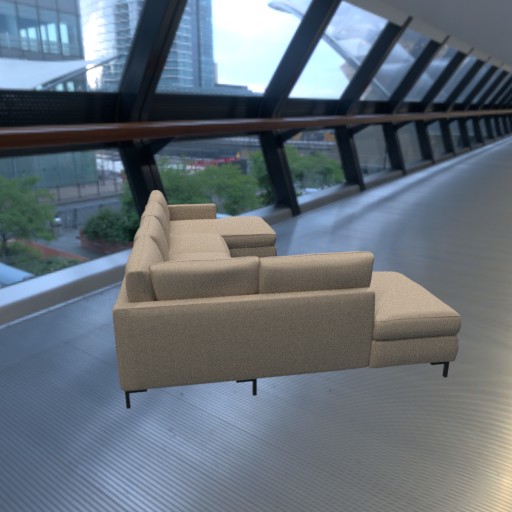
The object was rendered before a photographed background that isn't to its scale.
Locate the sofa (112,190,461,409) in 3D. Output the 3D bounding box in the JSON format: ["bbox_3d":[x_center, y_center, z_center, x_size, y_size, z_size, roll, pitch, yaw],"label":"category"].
[{"bbox_3d":[0.000,0.000,3.578,1.879,0.756,2.737,-3,17,-10],"label":"sofa"}]
